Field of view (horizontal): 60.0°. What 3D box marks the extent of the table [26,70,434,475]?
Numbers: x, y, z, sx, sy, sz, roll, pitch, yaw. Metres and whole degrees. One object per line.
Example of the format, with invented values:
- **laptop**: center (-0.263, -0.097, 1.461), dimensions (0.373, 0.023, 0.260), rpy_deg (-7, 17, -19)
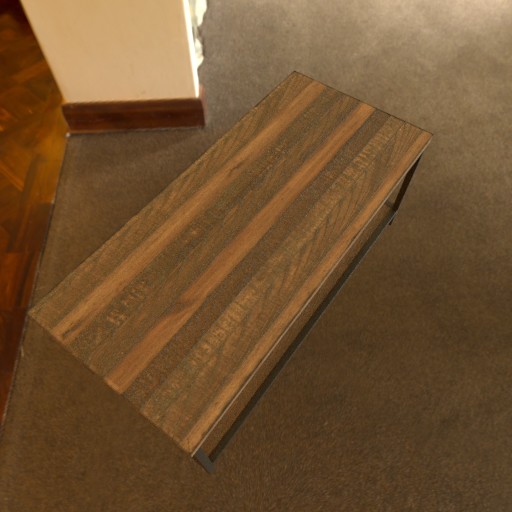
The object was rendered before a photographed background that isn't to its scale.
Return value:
- **table**: center (0.000, 0.000, 1.222), dimensions (0.452, 0.399, 0.990), rpy_deg (32, 64, 18)
